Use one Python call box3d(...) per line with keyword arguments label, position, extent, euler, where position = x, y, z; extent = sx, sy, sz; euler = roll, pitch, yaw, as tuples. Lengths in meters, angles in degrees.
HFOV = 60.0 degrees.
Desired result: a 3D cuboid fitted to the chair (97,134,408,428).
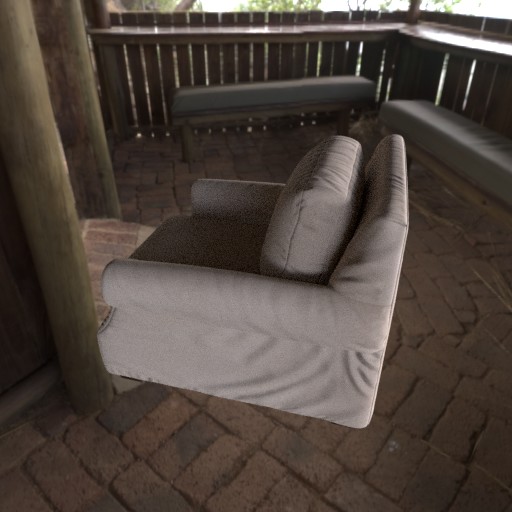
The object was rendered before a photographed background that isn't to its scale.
box3d(label="chair", position=(0.000, 0.000, 1.768), extent=(1.066, 0.866, 0.940), euler=(8, 32, 13))
